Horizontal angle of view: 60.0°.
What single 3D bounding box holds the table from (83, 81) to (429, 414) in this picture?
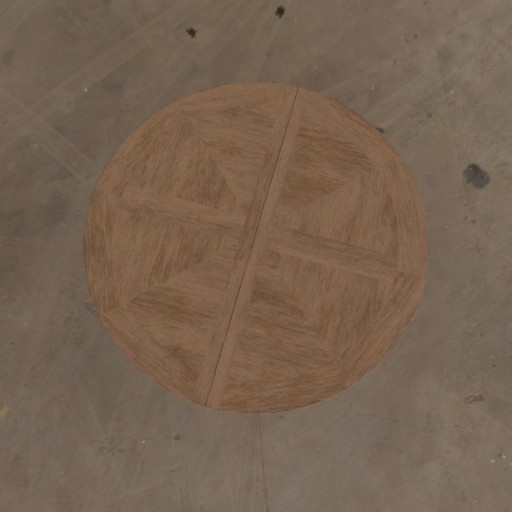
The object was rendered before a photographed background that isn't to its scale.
[{"bbox_3d":[0.000,0.000,2.071,1.319,0.762,1.319,0,76,0],"label":"table"}]
